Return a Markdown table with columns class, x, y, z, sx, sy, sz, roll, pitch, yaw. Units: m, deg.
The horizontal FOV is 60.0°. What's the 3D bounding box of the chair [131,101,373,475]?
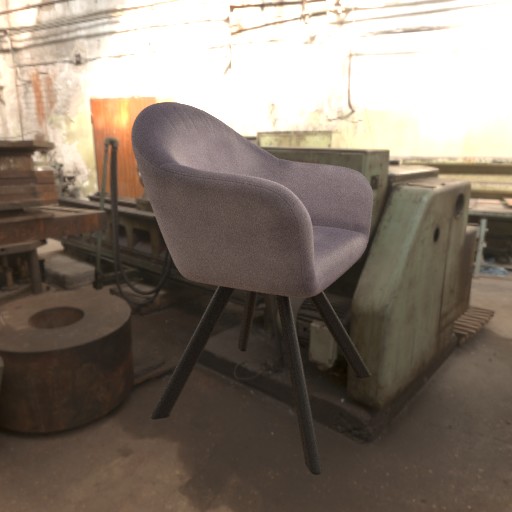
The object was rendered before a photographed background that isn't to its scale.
| class | x | y | z | sx | sy | sz | roll | pitch | yaw |
| --- | --- | --- | --- | --- | --- | --- | --- | --- | --- |
| chair | 0.000 | 0.000 | 1.155 | 0.540 | 0.780 | 0.570 | 7 | 15 | 26 |
